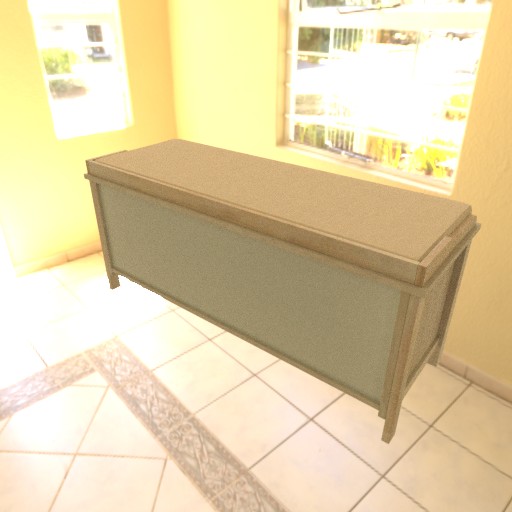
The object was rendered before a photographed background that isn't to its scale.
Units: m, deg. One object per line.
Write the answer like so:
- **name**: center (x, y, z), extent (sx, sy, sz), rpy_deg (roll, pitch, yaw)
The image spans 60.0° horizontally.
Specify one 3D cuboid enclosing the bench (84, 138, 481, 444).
- **bench**: center (0.000, 0.000, 1.391), extent (1.140, 0.501, 0.398), rpy_deg (21, 35, 33)
